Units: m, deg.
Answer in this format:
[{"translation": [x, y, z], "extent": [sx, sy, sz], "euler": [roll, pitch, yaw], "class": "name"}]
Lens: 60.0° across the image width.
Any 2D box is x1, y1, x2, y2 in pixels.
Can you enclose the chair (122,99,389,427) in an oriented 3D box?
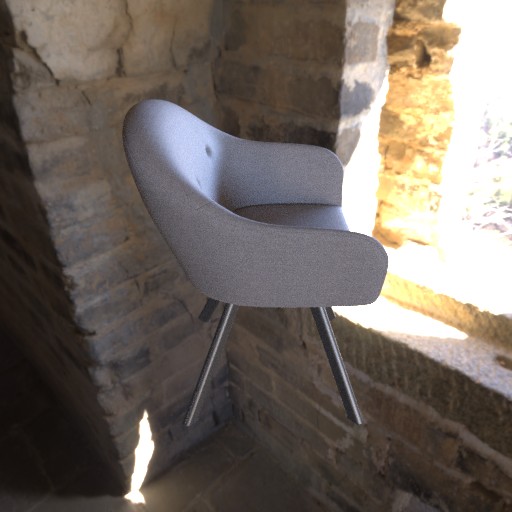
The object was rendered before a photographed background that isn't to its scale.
[{"translation": [0.000, 0.000, 1.174], "extent": [0.570, 0.780, 0.540], "euler": [0, 32, -1], "class": "chair"}]
